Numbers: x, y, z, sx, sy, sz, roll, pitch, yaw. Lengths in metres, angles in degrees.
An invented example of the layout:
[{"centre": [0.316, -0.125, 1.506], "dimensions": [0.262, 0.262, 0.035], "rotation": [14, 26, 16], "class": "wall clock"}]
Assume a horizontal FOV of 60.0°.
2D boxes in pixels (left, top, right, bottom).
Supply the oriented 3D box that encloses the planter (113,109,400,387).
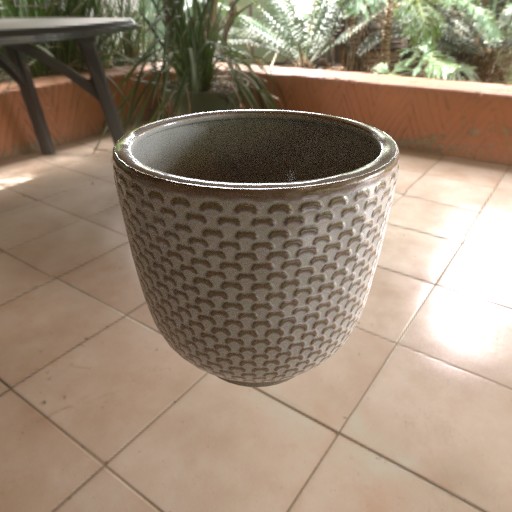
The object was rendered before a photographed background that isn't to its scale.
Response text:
[{"centre": [0.000, 0.000, 0.358], "dimensions": [0.197, 0.191, 0.197], "rotation": [0, 30, 0], "class": "planter"}]
